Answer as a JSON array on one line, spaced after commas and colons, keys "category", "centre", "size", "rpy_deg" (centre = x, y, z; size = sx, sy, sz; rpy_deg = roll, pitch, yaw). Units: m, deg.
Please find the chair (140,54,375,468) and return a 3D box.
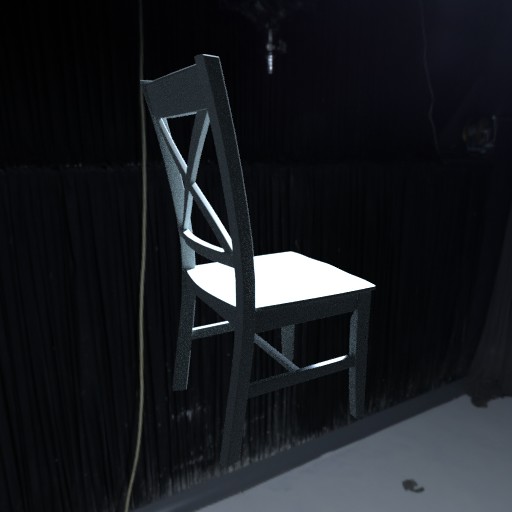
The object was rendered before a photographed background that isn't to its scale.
[{"category": "chair", "centre": [0.000, 0.000, 1.303], "size": [0.542, 0.983, 0.485], "rpy_deg": [-8, 17, -27]}]
